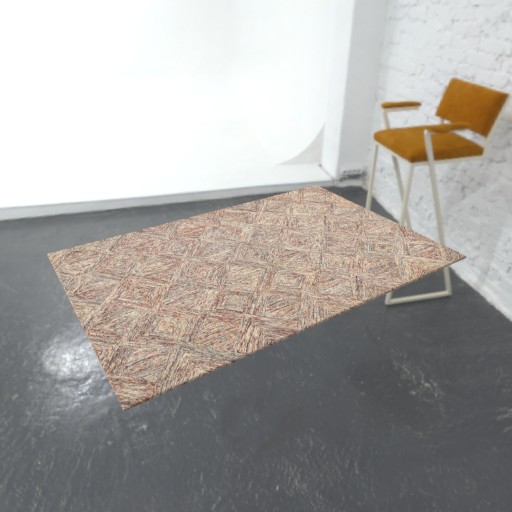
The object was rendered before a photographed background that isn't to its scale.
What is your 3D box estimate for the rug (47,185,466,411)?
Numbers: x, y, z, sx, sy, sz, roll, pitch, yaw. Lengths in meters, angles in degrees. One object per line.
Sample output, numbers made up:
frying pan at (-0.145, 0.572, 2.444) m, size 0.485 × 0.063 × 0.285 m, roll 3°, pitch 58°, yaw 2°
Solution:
rug at (0.000, 0.000, 2.903) m, size 2.285 × 0.019 × 1.523 m, roll -18°, pitch 35°, yaw -28°
